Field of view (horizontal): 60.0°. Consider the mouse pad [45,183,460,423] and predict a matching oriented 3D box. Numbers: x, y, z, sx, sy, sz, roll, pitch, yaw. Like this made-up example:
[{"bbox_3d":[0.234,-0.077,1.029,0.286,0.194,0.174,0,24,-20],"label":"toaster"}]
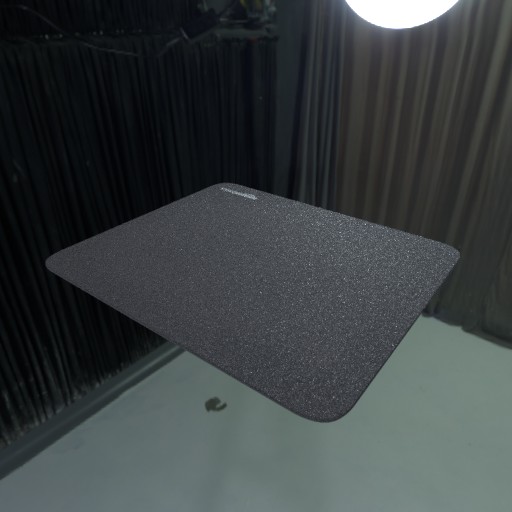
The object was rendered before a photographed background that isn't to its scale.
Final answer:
[{"bbox_3d":[0.000,0.000,0.425,0.315,0.002,0.269,21,36,32],"label":"mouse pad"}]
